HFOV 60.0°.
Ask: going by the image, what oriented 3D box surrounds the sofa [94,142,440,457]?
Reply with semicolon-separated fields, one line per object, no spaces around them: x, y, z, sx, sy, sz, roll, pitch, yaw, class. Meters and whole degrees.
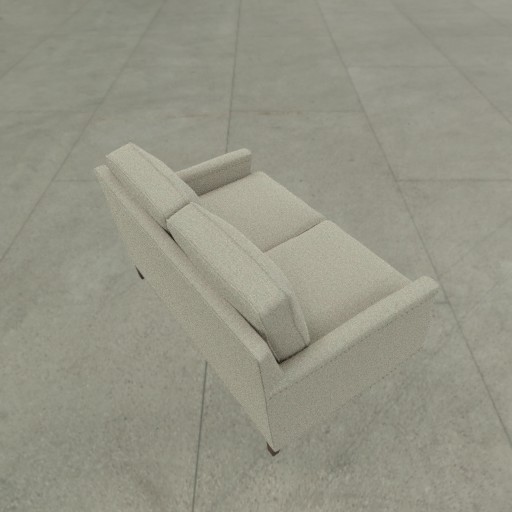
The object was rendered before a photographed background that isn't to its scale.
0.000;0.000;2.365;1.084;1.003;1.597;-26;48;-26;sofa
